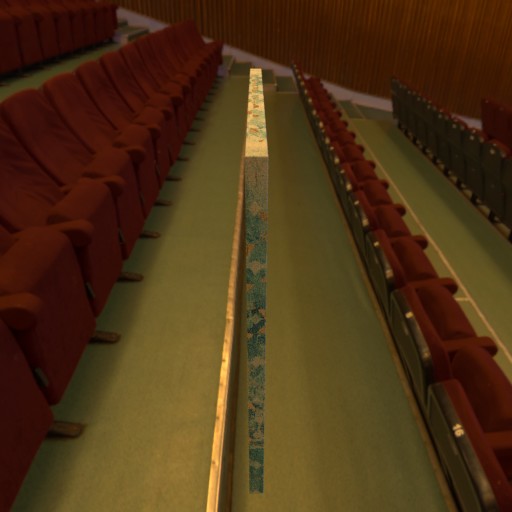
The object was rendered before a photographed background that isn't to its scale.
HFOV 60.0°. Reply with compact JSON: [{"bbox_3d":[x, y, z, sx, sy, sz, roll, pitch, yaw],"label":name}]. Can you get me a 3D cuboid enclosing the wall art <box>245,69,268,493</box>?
[{"bbox_3d":[0.000,0.000,1.329,0.040,0.916,0.916,0,31,0],"label":"wall art"}]
